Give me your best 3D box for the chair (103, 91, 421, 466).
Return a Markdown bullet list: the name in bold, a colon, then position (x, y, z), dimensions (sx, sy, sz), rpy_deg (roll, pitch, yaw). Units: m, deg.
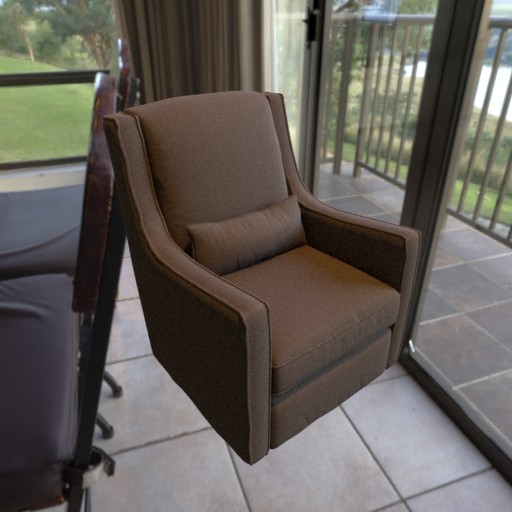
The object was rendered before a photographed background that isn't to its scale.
- **chair**: position (0.000, 0.000, 1.576), dimensions (0.732, 0.993, 0.879), rpy_deg (-22, 36, -32)
